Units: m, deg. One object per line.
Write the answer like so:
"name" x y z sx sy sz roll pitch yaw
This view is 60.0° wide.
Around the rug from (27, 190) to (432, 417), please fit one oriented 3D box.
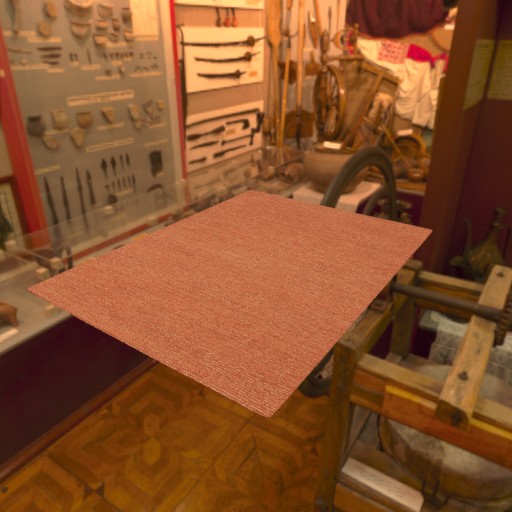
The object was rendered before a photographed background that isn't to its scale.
"rug" 0.000 0.000 2.776 1.594 0.009 2.112 17 31 31
